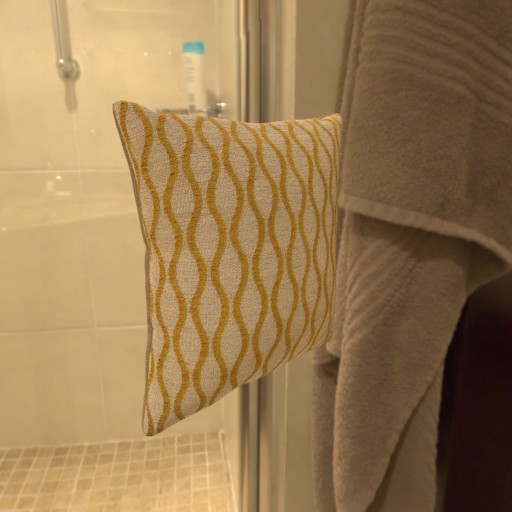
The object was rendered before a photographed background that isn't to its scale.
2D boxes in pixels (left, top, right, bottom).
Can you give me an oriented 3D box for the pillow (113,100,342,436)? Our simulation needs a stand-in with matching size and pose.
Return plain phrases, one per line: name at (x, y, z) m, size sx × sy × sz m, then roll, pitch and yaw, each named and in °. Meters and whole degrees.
pillow at (0.000, 0.000, 0.682) m, size 0.159 × 0.436 × 0.429 m, roll 14°, pitch 20°, yaw 42°
